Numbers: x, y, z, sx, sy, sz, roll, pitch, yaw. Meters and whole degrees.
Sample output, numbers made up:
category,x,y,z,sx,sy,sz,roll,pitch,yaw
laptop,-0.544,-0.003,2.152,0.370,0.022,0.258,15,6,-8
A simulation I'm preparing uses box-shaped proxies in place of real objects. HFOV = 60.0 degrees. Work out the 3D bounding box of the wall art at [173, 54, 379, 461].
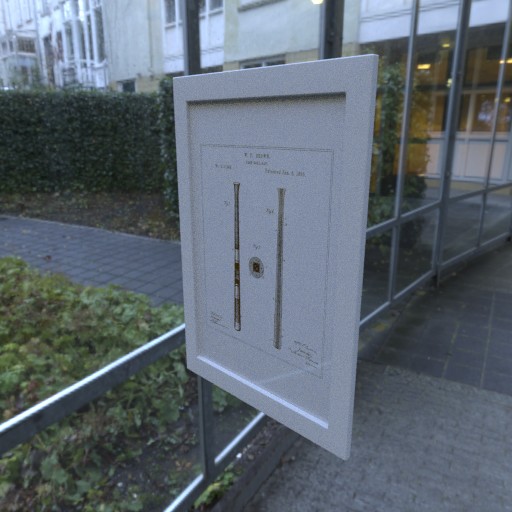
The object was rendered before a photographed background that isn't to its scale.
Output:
category,x,y,z,sx,sy,sz,roll,pitch,yaw
wall art,0.000,0.000,0.614,0.329,0.482,0.011,15,22,41
